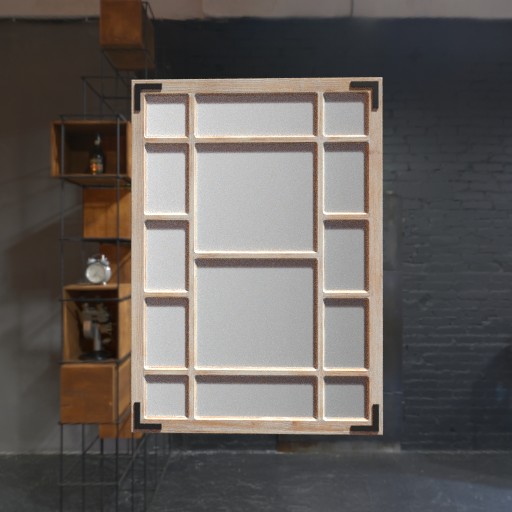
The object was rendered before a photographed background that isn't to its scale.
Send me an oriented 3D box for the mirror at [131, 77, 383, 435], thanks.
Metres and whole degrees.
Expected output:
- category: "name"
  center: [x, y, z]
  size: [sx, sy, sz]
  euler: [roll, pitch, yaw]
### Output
- category: "mirror"
  center: [0.000, 0.000, 1.252]
  size: [0.705, 0.996, 0.025]
  euler: [0, 0, 1]
